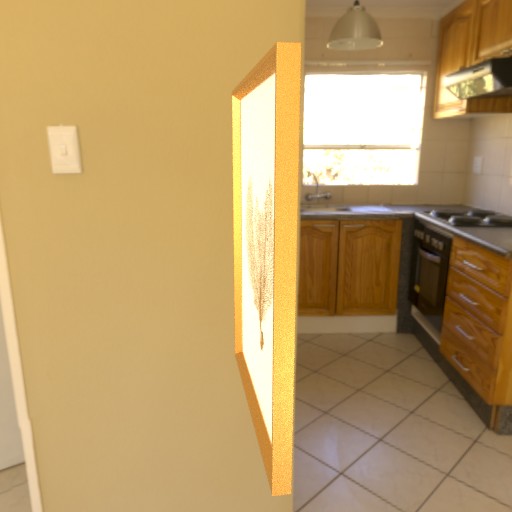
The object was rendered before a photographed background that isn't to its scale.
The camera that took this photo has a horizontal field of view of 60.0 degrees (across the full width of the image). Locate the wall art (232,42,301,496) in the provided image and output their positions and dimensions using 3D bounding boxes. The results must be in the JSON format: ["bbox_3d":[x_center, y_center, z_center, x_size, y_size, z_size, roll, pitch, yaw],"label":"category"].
[{"bbox_3d":[0.000,0.000,1.058,0.038,0.812,0.610,-2,14,-9],"label":"wall art"}]
